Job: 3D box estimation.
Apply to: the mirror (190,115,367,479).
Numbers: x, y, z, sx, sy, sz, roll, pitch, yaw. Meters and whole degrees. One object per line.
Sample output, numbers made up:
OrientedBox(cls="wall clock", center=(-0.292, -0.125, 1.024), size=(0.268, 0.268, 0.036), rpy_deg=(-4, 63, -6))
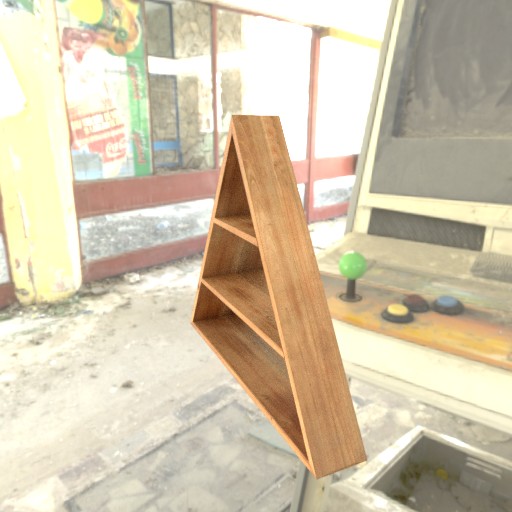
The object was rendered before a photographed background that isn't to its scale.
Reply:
OrientedBox(cls="mirror", center=(0.000, 0.000, 0.903), size=(0.100, 0.548, 0.631), rpy_deg=(-8, 18, -25))
